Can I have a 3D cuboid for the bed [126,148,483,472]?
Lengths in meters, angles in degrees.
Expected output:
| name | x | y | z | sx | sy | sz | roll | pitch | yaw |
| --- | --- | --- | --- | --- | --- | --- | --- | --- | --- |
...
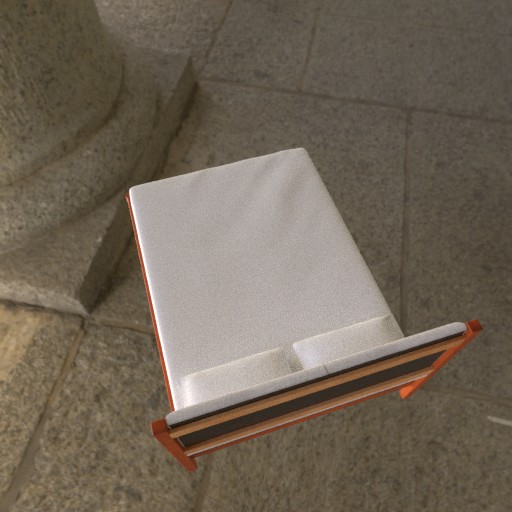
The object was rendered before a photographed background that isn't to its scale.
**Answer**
| name | x | y | z | sx | sy | sz | roll | pitch | yaw |
| --- | --- | --- | --- | --- | --- | --- | --- | --- | --- |
| bed | 0.000 | 0.000 | 2.968 | 1.566 | 1.165 | 2.117 | -15 | 59 | -9 |
